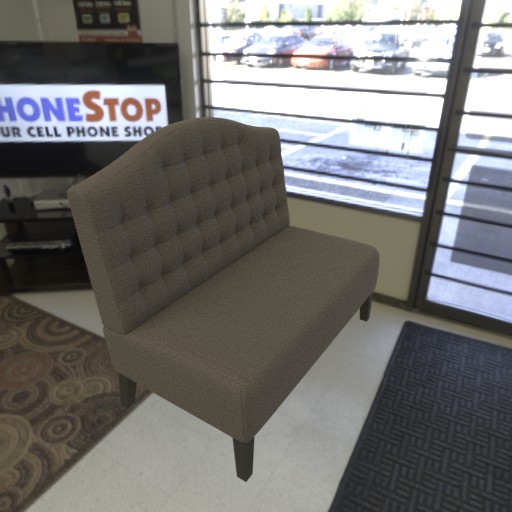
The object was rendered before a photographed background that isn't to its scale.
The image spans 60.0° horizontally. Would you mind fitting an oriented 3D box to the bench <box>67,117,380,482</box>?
[{"bbox_3d":[0.000,0.000,2.100,0.815,1.180,1.335,17,32,29],"label":"bench"}]
